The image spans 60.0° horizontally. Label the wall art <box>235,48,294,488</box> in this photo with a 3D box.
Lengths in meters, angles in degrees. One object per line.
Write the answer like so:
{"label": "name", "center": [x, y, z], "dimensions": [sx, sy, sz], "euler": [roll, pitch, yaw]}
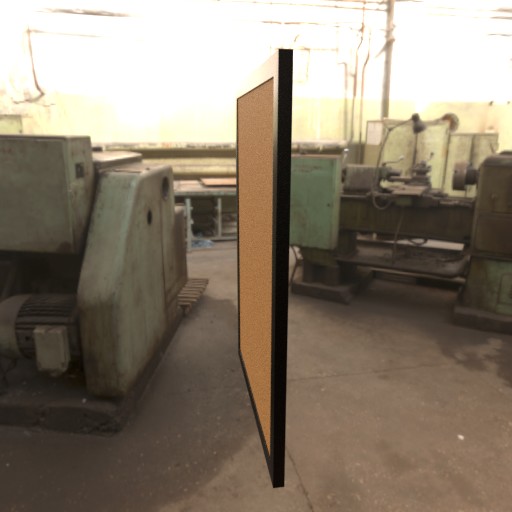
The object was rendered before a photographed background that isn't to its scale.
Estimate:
{"label": "wall art", "center": [0.000, 0.000, 0.853], "dimensions": [0.019, 0.656, 0.462], "euler": [-2, 16, -9]}
